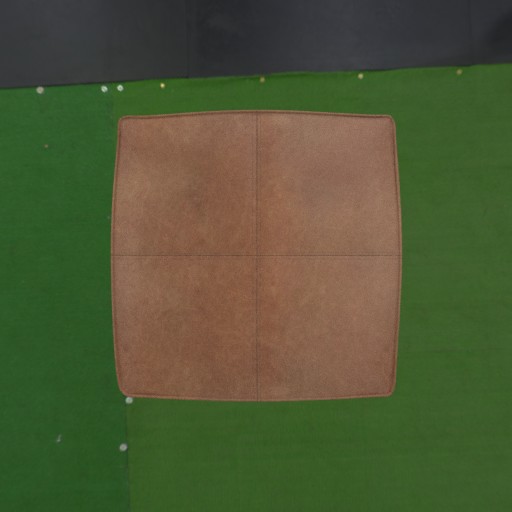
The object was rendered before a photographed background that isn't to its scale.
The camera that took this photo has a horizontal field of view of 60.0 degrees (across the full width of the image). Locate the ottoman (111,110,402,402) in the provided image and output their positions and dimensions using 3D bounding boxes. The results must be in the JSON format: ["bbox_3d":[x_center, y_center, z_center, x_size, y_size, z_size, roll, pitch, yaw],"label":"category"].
[{"bbox_3d":[0.000,0.000,1.415,0.901,0.395,0.902,0,90,0],"label":"ottoman"}]
